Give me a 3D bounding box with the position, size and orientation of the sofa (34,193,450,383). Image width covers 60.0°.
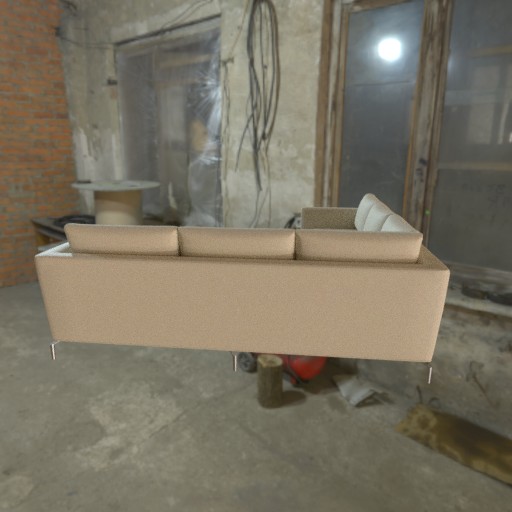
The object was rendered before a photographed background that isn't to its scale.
[{"bbox_3d":[0.000,0.000,3.761,2.448,0.867,2.430,2,14,7],"label":"sofa"}]
